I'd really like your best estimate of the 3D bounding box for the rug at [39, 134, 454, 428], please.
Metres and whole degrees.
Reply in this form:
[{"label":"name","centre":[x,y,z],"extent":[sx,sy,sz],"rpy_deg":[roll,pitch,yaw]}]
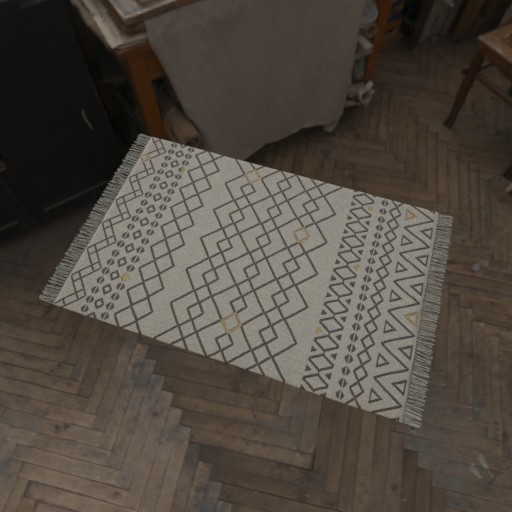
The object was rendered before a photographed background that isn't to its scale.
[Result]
[{"label":"rug","centre":[0.000,0.000,2.992],"extent":[2.472,0.035,1.495],"rpy_deg":[17,63,9]}]
